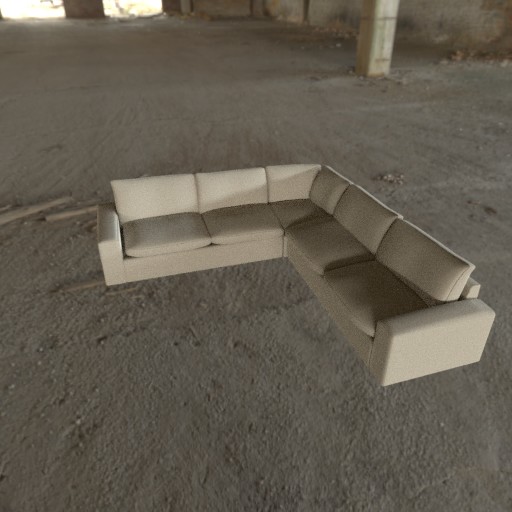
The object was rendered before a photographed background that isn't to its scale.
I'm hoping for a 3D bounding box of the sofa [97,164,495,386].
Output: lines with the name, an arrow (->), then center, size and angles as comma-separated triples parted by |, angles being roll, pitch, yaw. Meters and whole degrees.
sofa -> 0.000, 0.000, 4.545 | 3.066, 0.918, 3.206 | -9, 32, -15
